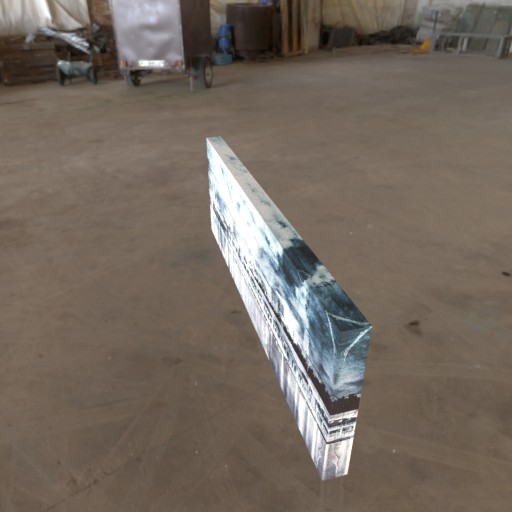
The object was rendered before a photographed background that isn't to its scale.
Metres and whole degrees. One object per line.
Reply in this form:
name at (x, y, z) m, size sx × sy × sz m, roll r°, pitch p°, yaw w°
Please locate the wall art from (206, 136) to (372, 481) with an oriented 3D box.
wall art at (0.000, 0.000, 0.836) m, size 0.037 × 0.251 × 0.759 m, roll -8°, pitch 31°, yaw -14°
